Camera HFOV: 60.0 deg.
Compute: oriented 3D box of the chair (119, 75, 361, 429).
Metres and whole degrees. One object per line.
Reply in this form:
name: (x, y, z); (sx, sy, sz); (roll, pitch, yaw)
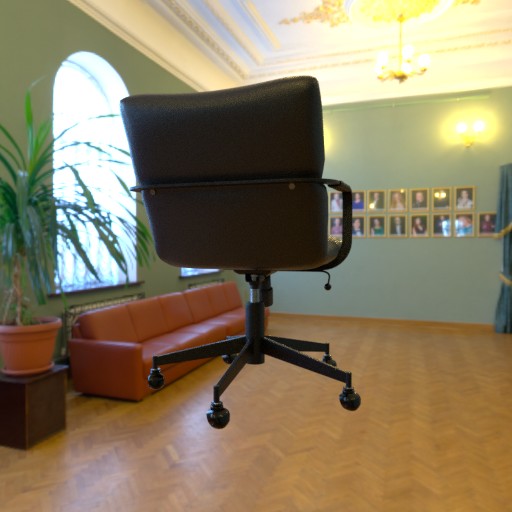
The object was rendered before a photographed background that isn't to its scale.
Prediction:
chair: (0.000, 0.000, 1.514); (0.719, 0.922, 0.748); (0, 1, 18)
